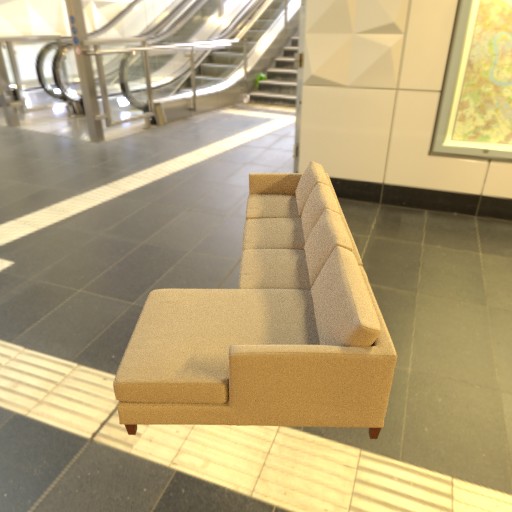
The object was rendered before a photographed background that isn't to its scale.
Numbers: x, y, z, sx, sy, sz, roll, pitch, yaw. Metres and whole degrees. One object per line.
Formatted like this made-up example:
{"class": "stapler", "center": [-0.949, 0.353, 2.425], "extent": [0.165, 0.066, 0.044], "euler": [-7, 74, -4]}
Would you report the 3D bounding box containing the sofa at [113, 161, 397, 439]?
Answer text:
{"class": "sofa", "center": [0.000, 0.000, 3.921], "extent": [1.625, 0.861, 3.186], "euler": [1, 29, 1]}
